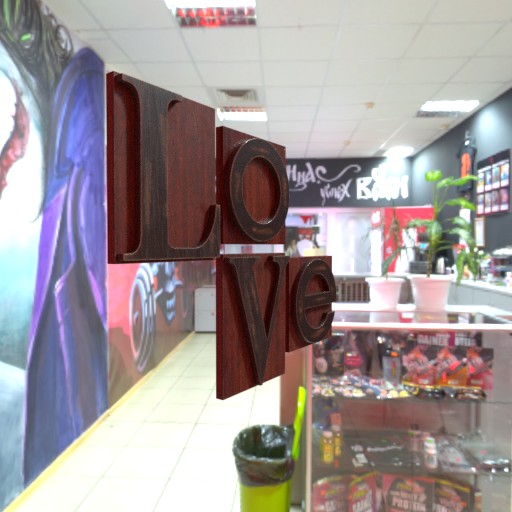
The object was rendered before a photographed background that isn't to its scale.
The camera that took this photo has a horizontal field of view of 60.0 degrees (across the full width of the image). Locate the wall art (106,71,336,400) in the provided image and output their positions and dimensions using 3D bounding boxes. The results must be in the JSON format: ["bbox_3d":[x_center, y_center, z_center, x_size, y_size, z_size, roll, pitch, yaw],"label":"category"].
[{"bbox_3d":[0.000,0.000,0.842,0.030,0.497,0.635,1,2,36],"label":"wall art"}]
